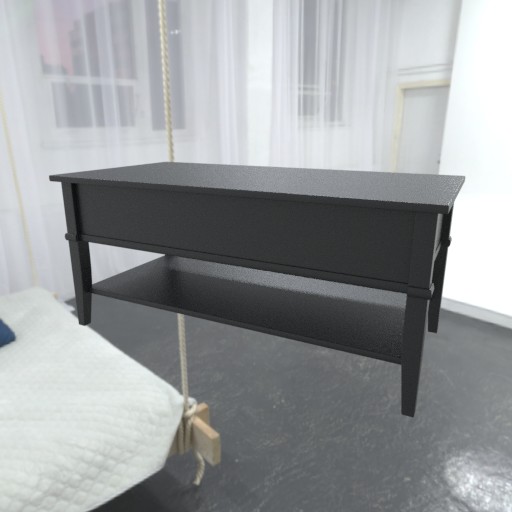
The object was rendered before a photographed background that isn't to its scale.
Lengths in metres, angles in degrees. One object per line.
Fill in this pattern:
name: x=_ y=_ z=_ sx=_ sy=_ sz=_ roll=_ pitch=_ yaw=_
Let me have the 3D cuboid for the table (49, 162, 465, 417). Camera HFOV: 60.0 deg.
table: x=0.000 y=0.000 z=1.309 sx=1.044 sy=0.470 sz=0.523 roll=8 pitch=19 yaw=26
